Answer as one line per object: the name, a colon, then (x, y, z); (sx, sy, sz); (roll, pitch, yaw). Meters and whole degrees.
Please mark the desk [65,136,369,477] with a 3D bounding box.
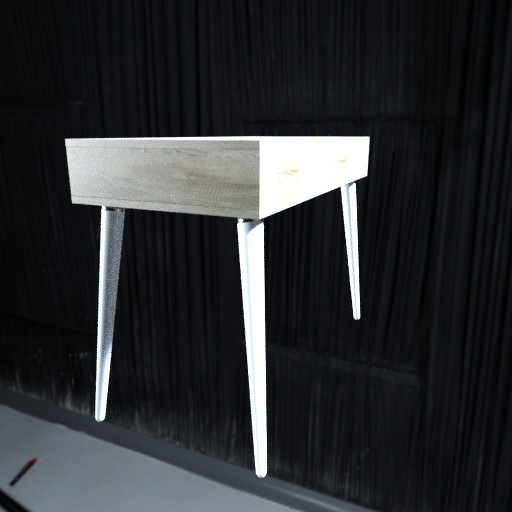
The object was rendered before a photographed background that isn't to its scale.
desk: (0.000, 0.000, 1.401); (0.491, 0.723, 0.979); (7, 17, 24)
